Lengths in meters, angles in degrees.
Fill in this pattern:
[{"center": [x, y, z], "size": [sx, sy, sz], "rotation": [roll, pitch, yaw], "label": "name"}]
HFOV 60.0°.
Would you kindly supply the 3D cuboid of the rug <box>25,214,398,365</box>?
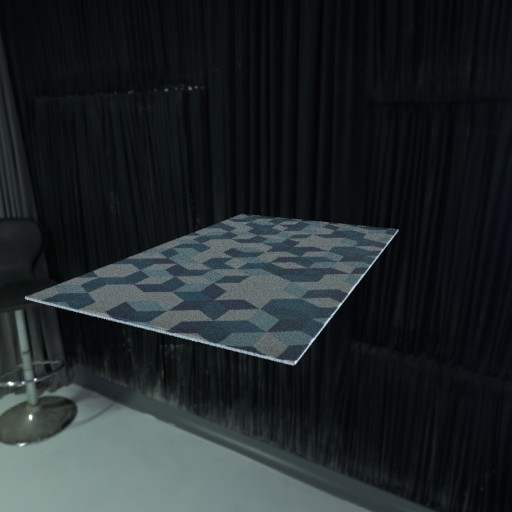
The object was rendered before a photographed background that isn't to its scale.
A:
[{"center": [0.000, 0.000, 3.060], "size": [1.518, 0.015, 2.438], "rotation": [8, 19, 25], "label": "rug"}]
